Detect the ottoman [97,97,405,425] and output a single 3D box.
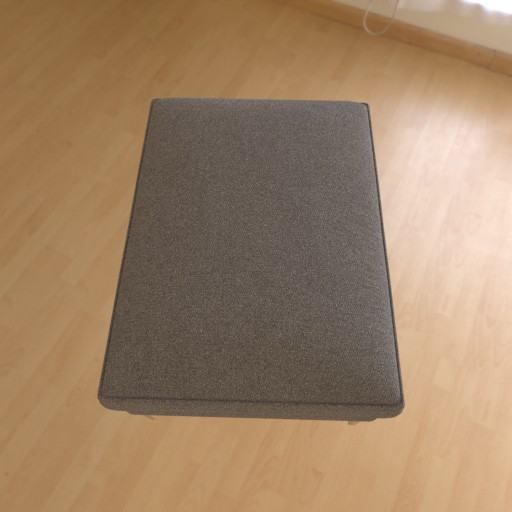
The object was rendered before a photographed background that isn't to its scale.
[{"bbox_3d":[0.000,0.000,1.130,0.583,0.464,0.785,1,63,1],"label":"ottoman"}]
